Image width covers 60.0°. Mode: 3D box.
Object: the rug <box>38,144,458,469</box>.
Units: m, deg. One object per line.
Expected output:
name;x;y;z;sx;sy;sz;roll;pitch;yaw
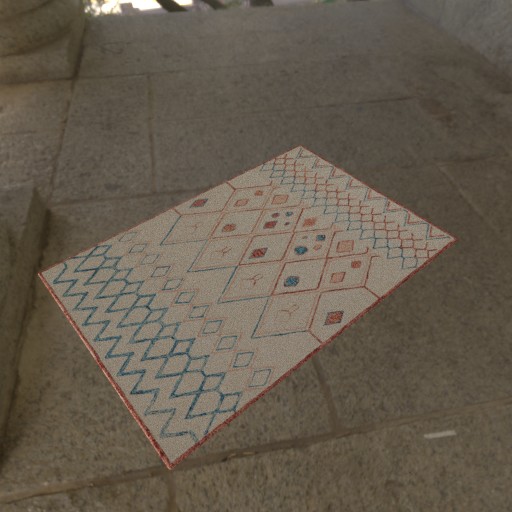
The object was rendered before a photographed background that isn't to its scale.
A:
rug;0.000;0.000;2.304;1.829;0.016;1.219;-31;54;-27
